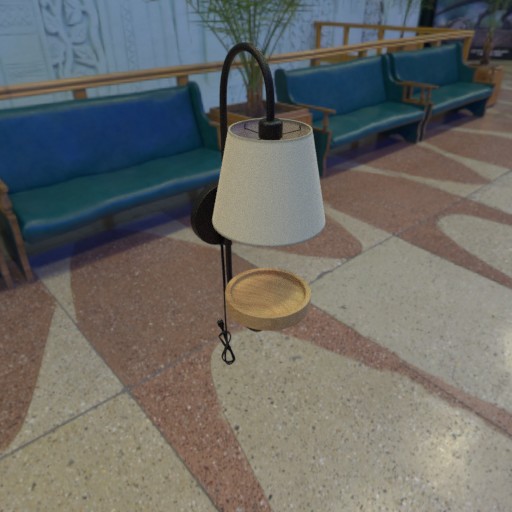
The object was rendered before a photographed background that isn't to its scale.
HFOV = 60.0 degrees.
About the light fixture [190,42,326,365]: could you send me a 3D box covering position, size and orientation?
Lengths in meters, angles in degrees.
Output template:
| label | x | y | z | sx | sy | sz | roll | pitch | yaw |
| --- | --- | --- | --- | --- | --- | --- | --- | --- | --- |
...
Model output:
| label | x | y | z | sx | sy | sz | roll | pitch | yaw |
| --- | --- | --- | --- | --- | --- | --- | --- | --- | --- |
| light fixture | 0.000 | 0.000 | 0.945 | 0.220 | 0.821 | 0.299 | -23 | 38 | -33 |
